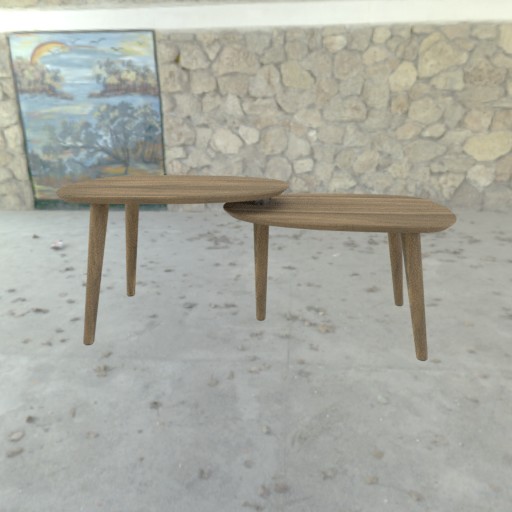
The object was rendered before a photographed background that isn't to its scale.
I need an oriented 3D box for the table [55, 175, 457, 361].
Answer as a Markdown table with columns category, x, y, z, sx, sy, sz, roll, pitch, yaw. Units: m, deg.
| category | x | y | z | sx | sy | sz | roll | pitch | yaw |
| --- | --- | --- | --- | --- | --- | --- | --- | --- | --- |
| table | 0.000 | 0.000 | 1.345 | 1.084 | 0.429 | 0.527 | 2 | 16 | 6 |
